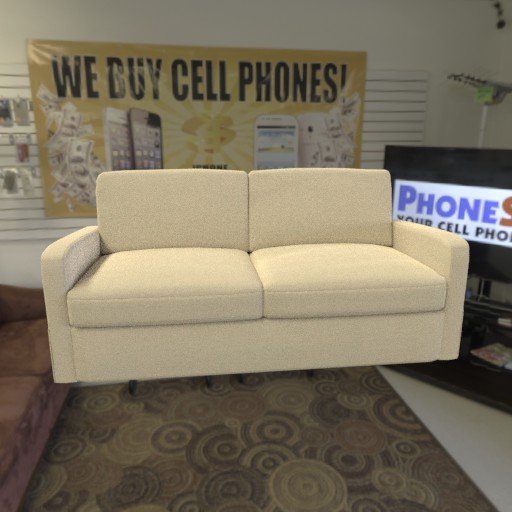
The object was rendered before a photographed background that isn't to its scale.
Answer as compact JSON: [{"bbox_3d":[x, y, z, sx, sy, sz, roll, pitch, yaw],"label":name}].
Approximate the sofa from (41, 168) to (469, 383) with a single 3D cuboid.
[{"bbox_3d":[0.000,0.000,2.245,1.808,0.831,0.894,-2,15,-6],"label":"sofa"}]
